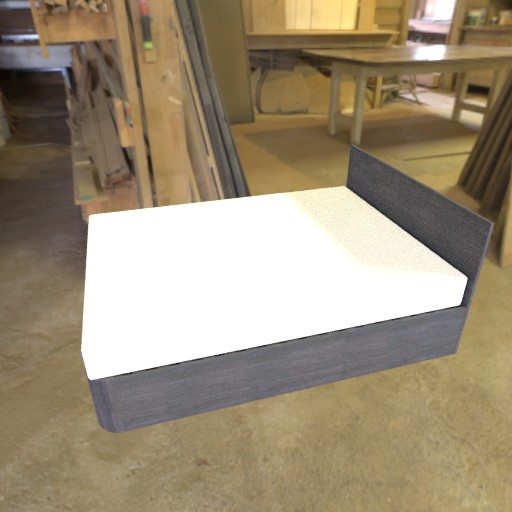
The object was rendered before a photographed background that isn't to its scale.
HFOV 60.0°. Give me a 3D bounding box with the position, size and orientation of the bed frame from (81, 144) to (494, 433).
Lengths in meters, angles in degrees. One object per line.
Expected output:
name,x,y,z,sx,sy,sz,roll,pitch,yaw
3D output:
bed frame,0.000,0.000,2.606,1.900,0.800,1.400,-9,31,-15
